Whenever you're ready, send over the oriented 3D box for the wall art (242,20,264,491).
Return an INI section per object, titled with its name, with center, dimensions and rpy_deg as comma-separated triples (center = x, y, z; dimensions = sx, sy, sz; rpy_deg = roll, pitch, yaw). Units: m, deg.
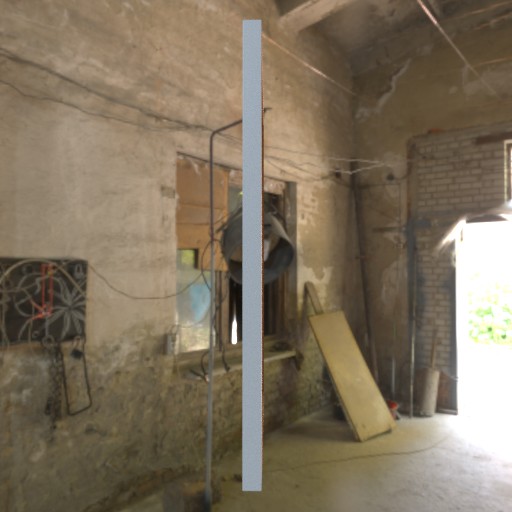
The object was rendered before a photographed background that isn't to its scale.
[wall art]
center = 0.000, 0.000, 1.165
dimensions = 0.037, 0.916, 0.610
rpy_deg = 0, -1, 1
